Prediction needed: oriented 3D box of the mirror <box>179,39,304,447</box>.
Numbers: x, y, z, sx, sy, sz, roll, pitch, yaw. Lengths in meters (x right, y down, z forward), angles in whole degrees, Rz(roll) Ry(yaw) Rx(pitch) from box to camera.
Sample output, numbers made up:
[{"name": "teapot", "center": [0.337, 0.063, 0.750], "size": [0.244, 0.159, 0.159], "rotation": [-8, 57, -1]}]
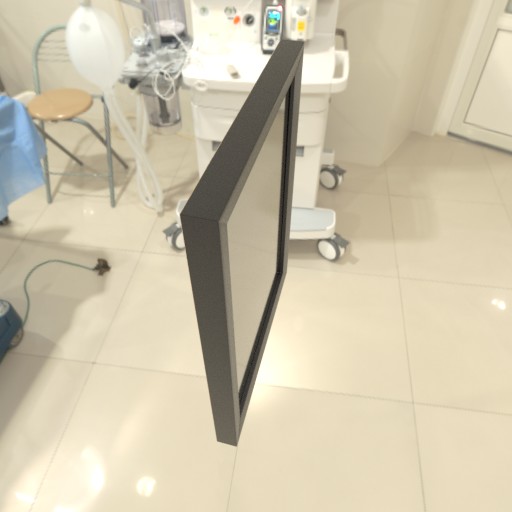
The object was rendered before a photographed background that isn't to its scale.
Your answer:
[{"name": "mirror", "center": [0.000, 0.000, 0.699], "size": [0.041, 0.508, 0.405], "rotation": [11, 47, 10]}]
